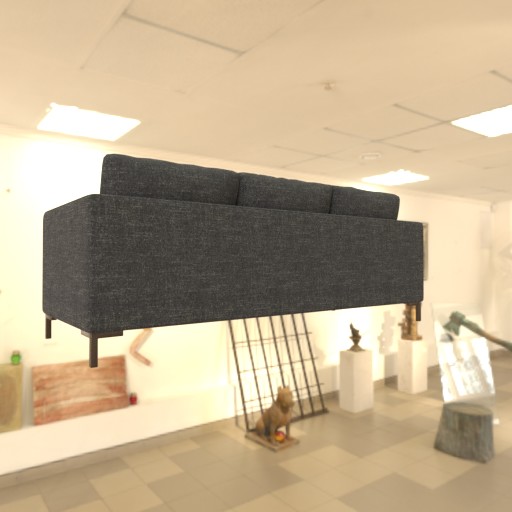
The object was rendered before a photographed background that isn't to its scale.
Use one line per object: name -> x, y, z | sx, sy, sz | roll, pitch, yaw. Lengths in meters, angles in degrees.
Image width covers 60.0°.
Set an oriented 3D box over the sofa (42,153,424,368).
sofa -> 0.000, 0.000, 2.675 | 2.218, 0.874, 0.859 | 0, -1, -37
